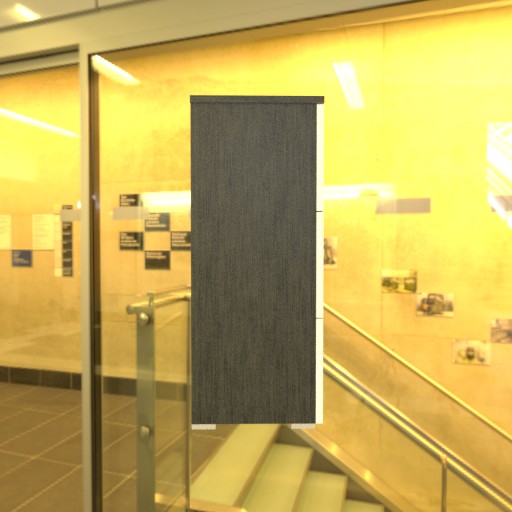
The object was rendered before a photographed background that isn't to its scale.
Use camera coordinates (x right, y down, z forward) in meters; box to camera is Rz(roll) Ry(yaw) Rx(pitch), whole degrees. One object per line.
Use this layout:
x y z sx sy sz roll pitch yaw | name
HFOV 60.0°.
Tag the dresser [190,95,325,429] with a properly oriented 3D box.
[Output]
0.000 0.000 1.814 0.333 0.790 1.535 0 1 -1 | dresser
